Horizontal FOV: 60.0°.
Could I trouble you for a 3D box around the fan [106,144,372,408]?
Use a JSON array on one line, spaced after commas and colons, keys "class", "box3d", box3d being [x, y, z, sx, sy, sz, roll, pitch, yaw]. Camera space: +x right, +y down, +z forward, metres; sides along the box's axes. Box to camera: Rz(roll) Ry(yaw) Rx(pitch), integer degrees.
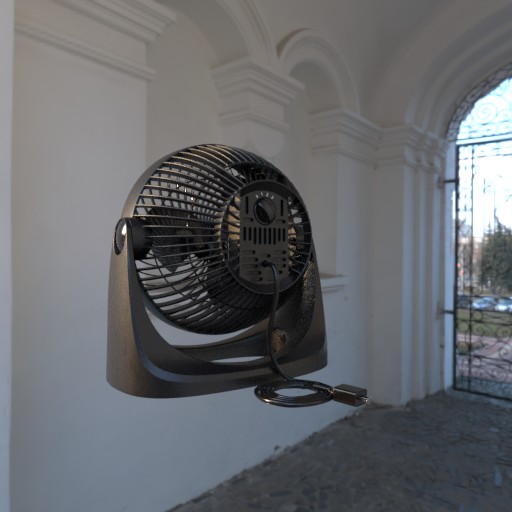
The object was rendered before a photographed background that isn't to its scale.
[{"class": "fan", "box3d": [0.000, 0.000, 0.487, 0.273, 0.277, 0.256, 0, 0, -35]}]
